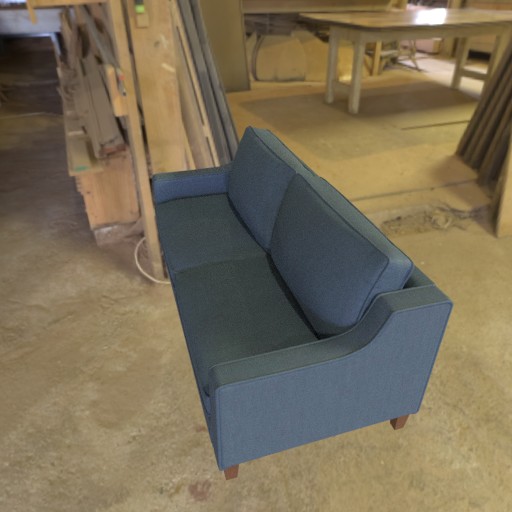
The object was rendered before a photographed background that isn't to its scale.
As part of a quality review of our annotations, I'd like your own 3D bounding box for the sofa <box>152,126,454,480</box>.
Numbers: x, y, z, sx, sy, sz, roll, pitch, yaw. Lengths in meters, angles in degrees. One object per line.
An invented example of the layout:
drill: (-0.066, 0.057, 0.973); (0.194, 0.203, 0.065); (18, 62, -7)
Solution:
sofa: (0.000, 0.000, 2.774); (1.066, 1.071, 2.178); (-10, 35, -14)
